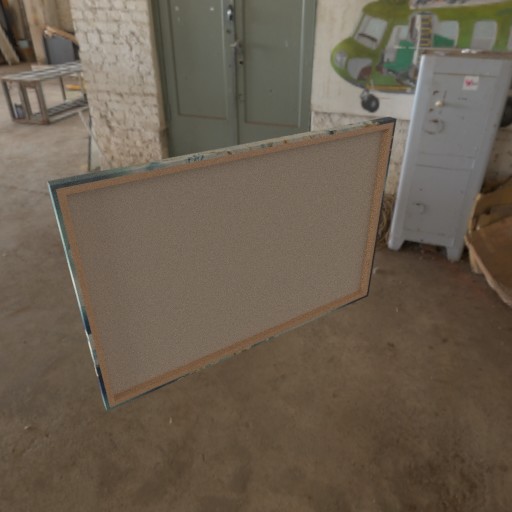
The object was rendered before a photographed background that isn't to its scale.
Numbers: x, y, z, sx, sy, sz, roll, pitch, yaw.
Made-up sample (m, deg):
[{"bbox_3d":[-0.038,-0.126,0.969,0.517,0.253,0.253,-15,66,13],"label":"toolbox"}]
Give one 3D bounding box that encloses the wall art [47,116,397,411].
[{"bbox_3d":[0.000,0.000,1.481,1.138,0.759,0.035,-18,35,-28],"label":"wall art"}]
